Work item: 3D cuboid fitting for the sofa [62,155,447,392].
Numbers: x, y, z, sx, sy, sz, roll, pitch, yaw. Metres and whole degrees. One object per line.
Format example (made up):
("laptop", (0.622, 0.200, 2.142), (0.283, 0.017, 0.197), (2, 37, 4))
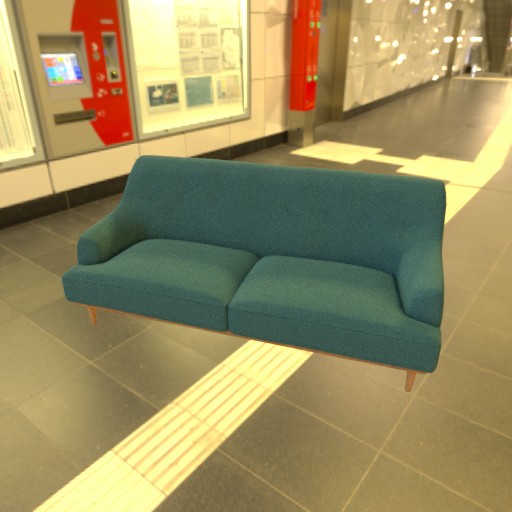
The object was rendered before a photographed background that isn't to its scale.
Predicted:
("sofa", (0.000, 0.000, 2.609), (2.057, 0.871, 0.978), (8, 28, 16))
